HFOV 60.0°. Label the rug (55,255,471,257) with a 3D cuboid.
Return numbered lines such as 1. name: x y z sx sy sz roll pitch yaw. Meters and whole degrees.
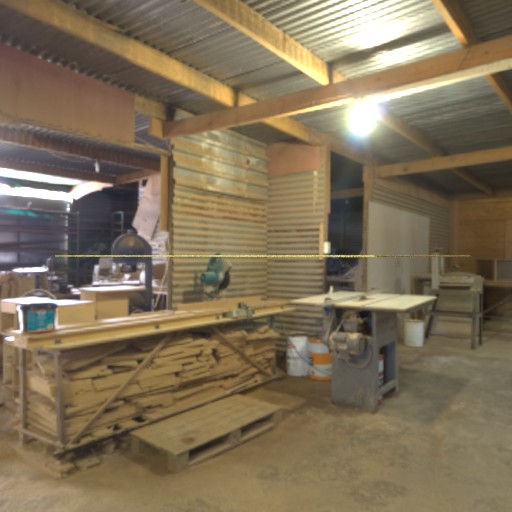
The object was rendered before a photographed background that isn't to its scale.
1. rug: 0.000 0.000 2.922 2.297 0.007 1.529 0 0 38
